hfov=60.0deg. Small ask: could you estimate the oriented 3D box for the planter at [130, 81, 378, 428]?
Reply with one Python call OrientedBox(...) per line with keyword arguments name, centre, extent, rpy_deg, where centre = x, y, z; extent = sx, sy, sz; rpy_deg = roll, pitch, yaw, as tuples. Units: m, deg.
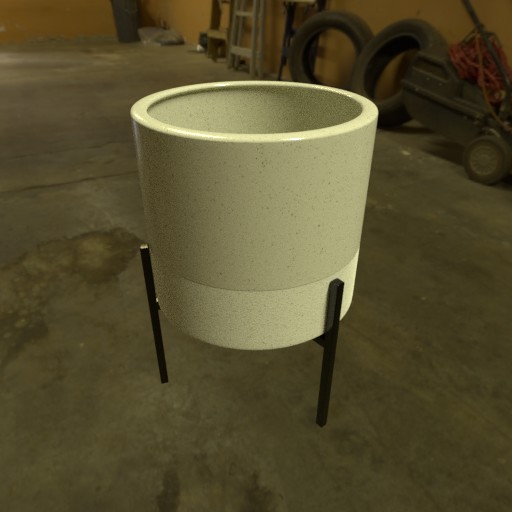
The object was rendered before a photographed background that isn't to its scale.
OrientedBox(name="planter", centre=(0.000, 0.000, 0.341), extent=(0.152, 0.230, 0.159), rpy_deg=(10, 33, 16))
